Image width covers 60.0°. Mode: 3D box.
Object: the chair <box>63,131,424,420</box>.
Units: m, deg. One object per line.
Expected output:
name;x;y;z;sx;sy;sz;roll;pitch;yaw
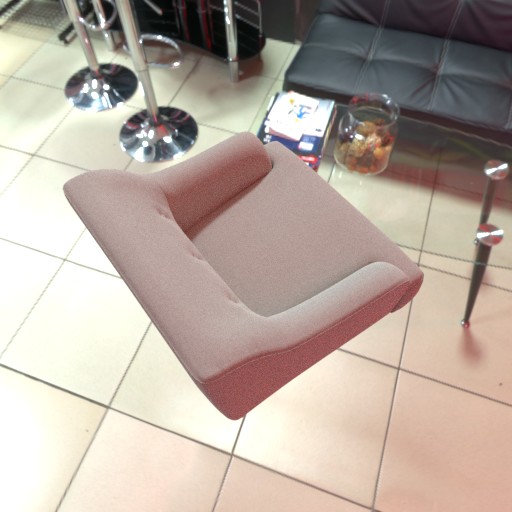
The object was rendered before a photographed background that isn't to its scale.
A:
chair;0.000;0.000;1.700;0.951;0.818;0.946;-33;64;-19
